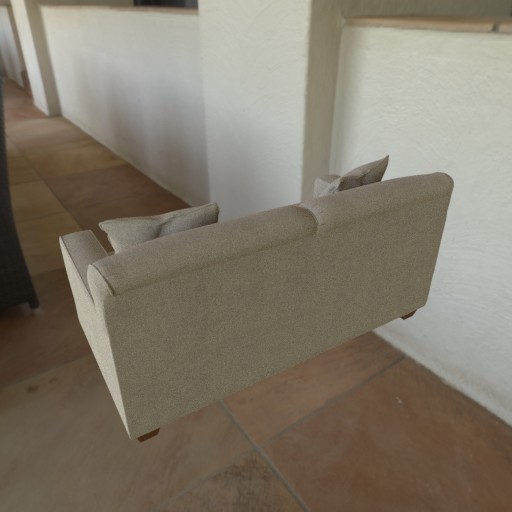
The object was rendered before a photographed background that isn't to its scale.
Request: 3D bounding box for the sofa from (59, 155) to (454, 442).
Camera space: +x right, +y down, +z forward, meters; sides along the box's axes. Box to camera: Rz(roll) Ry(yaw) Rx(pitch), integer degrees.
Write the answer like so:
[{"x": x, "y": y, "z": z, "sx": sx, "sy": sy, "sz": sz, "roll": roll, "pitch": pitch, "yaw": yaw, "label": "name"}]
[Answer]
[{"x": 0.000, "y": 0.000, "z": 2.433, "sx": 1.846, "sy": 0.958, "sz": 0.998, "roll": -17, "pitch": 34, "yaw": -27, "label": "sofa"}]
